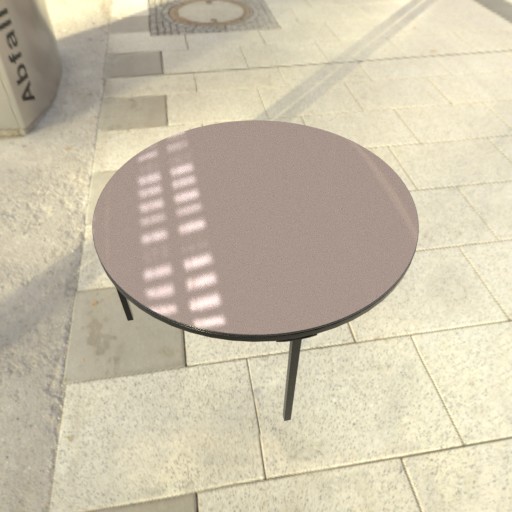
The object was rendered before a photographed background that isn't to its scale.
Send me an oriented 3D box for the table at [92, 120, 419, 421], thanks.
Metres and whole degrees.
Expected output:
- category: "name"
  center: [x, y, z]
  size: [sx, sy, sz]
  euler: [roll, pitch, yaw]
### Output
- category: "table"
  center: [0.000, 0.000, 1.261]
  size: [0.800, 0.400, 0.800]
  euler: [0, 46, 0]
